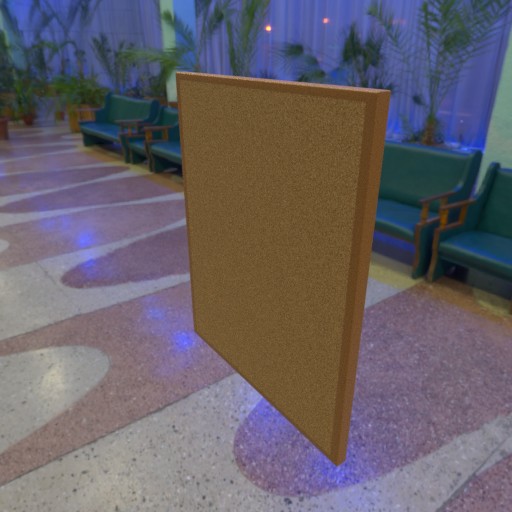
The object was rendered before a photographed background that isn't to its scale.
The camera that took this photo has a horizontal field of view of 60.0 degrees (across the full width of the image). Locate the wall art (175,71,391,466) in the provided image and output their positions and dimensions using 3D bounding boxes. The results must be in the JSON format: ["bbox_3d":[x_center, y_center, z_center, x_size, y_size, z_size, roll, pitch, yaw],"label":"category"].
[{"bbox_3d":[0.000,0.000,0.743,0.022,0.553,0.452,-18,31,-33],"label":"wall art"}]
